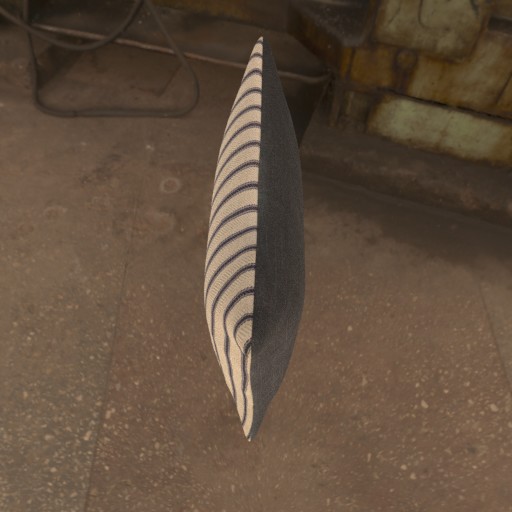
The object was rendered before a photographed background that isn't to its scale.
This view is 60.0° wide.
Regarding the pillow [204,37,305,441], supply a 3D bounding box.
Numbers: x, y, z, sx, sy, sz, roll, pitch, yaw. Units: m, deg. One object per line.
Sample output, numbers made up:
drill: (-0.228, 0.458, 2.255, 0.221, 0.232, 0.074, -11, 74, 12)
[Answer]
pillow: (0.000, 0.000, 0.686, 0.138, 0.444, 0.468, 1, 58, 1)
